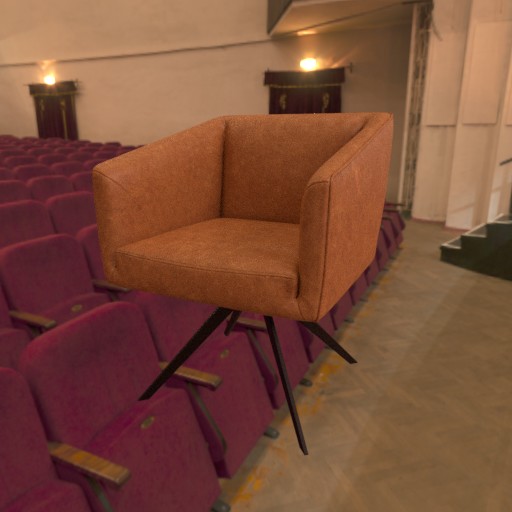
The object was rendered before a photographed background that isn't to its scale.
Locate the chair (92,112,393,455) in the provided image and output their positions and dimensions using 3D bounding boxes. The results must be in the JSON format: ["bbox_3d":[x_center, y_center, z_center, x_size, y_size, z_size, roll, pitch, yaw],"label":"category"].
[{"bbox_3d":[0.000,0.000,1.209,0.588,0.760,0.625,7,17,25],"label":"chair"}]
